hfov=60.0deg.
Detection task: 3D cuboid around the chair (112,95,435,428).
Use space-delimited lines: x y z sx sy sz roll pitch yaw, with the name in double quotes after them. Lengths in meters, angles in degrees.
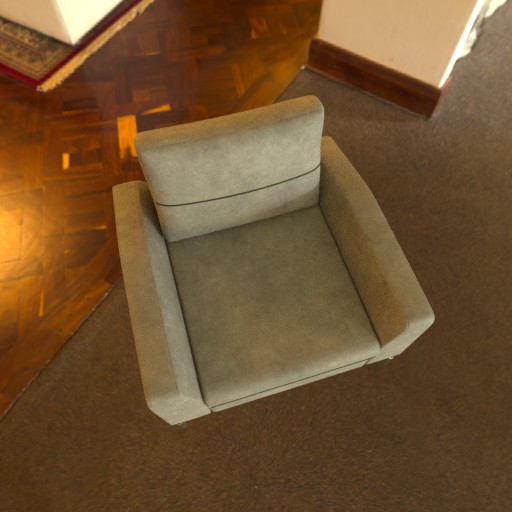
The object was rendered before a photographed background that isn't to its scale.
0.000 0.000 1.586 0.900 0.800 0.900 -15 64 -8 "chair"
